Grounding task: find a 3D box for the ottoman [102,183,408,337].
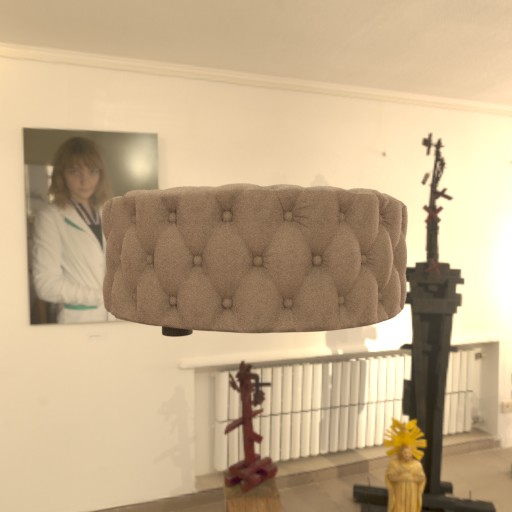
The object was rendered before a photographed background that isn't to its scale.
[{"bbox_3d":[0.000,0.000,1.522,0.998,0.399,0.998,0,2,0],"label":"ottoman"}]
